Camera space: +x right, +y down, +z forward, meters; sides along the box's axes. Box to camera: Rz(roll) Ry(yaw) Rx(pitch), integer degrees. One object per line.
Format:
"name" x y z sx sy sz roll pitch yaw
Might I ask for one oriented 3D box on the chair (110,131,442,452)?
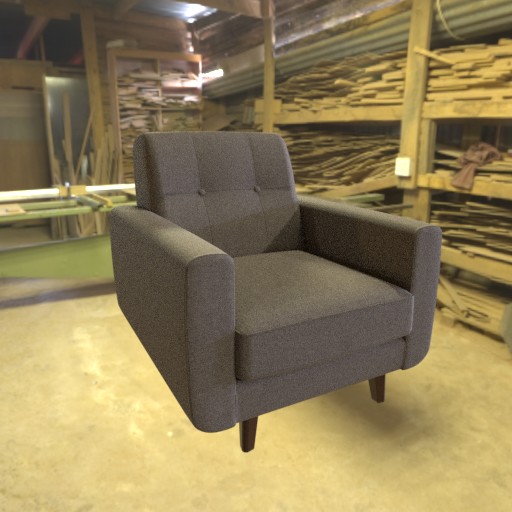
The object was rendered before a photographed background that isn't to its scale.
"chair" 0.000 0.000 1.530 0.831 0.839 0.907 -8 17 -28
